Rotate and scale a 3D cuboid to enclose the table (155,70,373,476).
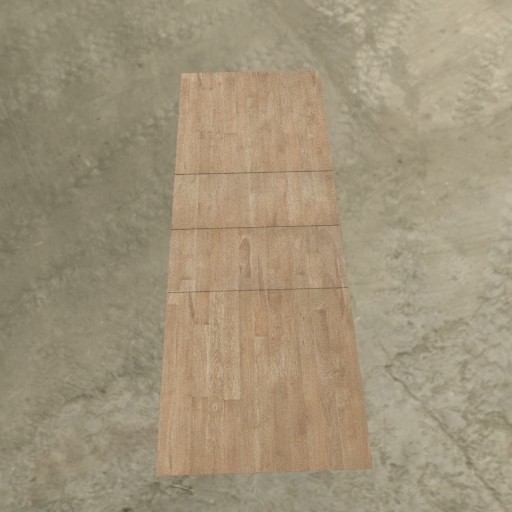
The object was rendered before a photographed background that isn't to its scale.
[{"bbox_3d":[0.000,0.000,2.953,1.000,0.752,2.603,-2,63,-1],"label":"table"}]
